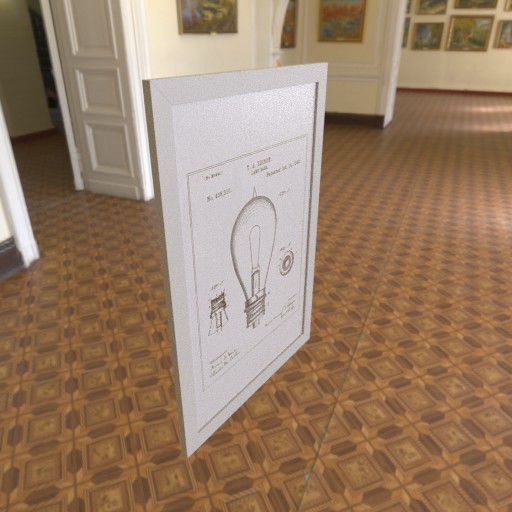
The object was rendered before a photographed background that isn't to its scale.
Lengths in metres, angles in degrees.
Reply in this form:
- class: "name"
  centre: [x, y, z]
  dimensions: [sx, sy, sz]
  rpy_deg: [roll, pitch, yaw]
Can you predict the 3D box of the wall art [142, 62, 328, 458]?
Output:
- class: "wall art"
  centre: [0.000, 0.000, 0.609]
  dimensions: [0.010, 0.474, 0.325]
  rpy_deg: [18, 32, 32]
